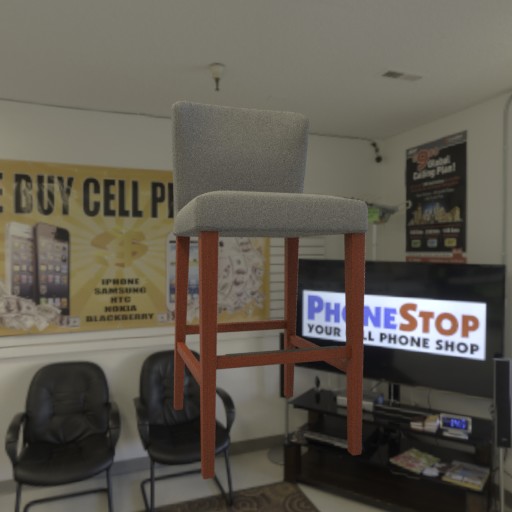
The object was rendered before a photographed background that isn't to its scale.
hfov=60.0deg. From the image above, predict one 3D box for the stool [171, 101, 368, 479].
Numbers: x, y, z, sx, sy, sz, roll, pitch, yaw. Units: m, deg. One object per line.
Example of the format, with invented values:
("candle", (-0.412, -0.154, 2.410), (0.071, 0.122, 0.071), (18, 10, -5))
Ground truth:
("stool", (0.000, 0.000, 1.369), (0.481, 1.069, 0.568), (0, 1, -18))
